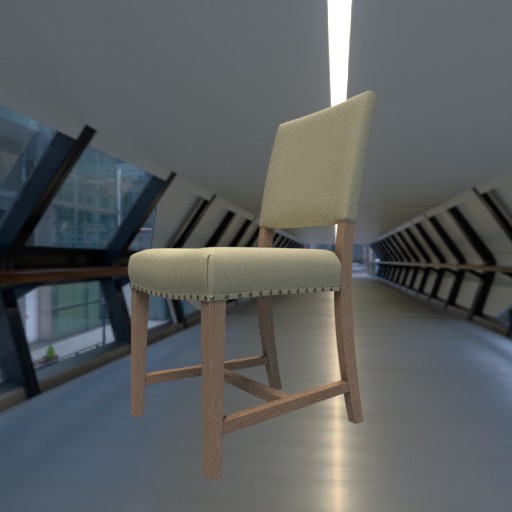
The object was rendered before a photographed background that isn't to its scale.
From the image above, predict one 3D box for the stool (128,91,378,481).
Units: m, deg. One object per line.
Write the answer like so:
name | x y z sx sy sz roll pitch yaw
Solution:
stool | 0.000 0.000 1.344 0.623 0.986 0.508 0 0 -35
